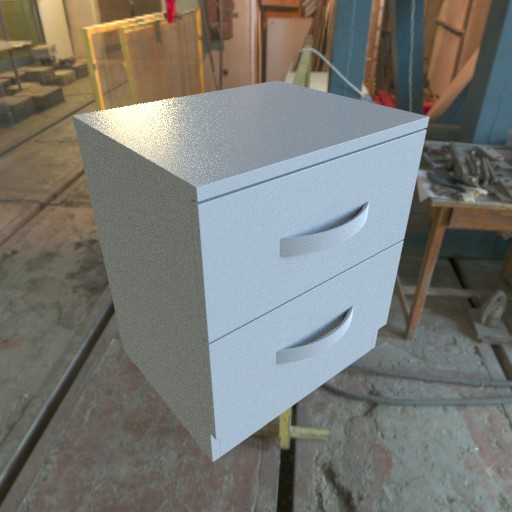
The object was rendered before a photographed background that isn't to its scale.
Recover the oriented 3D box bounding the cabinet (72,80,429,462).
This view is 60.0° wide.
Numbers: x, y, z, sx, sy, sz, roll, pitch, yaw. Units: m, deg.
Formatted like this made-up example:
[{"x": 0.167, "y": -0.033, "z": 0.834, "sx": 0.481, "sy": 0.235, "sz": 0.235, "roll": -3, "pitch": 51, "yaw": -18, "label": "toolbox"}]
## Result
[{"x": 0.000, "y": 0.000, "z": 0.763, "sx": 0.400, "sy": 0.470, "sz": 0.360, "roll": -24, "pitch": 39, "yaw": -32, "label": "cabinet"}]
